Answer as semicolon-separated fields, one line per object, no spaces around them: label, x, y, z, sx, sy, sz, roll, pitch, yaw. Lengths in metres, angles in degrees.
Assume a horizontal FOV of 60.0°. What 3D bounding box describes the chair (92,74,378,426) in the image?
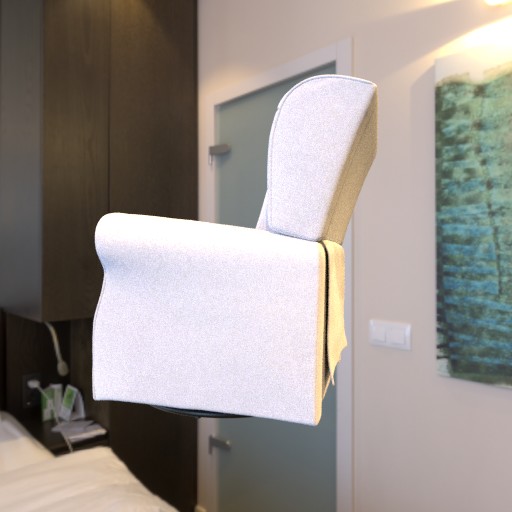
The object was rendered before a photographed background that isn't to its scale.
chair;0.000;0.000;1.612;0.854;0.967;0.906;0;0;15
